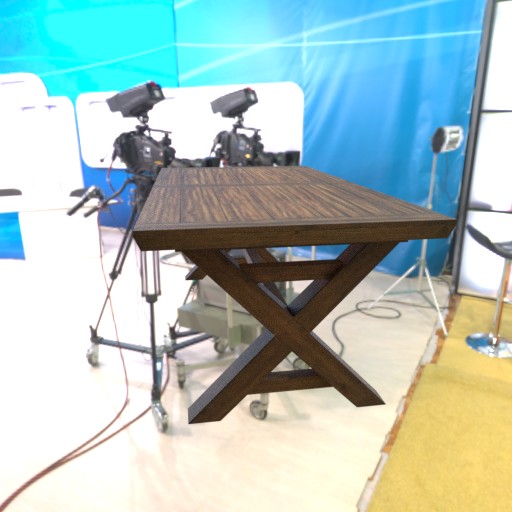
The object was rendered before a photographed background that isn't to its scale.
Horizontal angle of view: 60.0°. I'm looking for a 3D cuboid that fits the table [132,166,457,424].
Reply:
[{"bbox_3d":[0.000,0.000,2.467,1.071,0.793,1.966,-3,17,-9],"label":"table"}]
